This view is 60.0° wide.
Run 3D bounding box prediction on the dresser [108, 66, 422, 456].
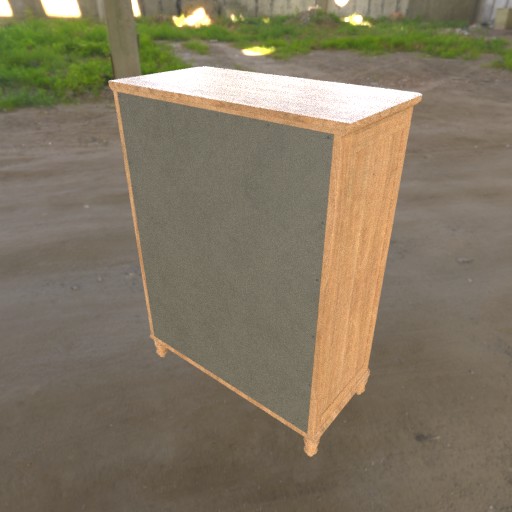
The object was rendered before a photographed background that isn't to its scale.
[{"bbox_3d":[0.000,0.000,1.821,0.973,1.318,0.484,22,37,33],"label":"dresser"}]
